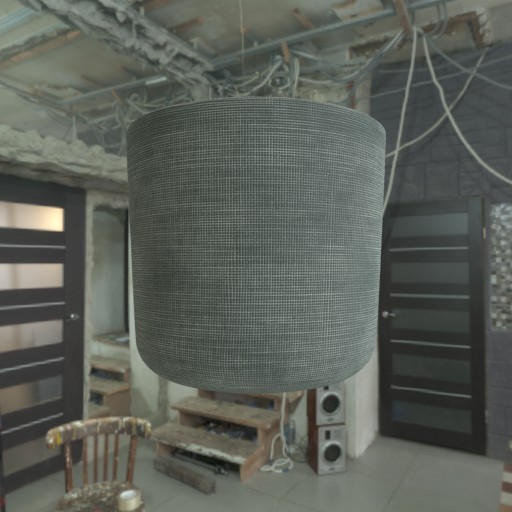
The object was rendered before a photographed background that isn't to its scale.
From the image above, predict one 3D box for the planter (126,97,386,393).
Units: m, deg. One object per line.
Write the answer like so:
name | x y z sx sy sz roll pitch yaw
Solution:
planter | 0.000 0.000 0.779 0.440 0.398 0.440 0 -1 0
